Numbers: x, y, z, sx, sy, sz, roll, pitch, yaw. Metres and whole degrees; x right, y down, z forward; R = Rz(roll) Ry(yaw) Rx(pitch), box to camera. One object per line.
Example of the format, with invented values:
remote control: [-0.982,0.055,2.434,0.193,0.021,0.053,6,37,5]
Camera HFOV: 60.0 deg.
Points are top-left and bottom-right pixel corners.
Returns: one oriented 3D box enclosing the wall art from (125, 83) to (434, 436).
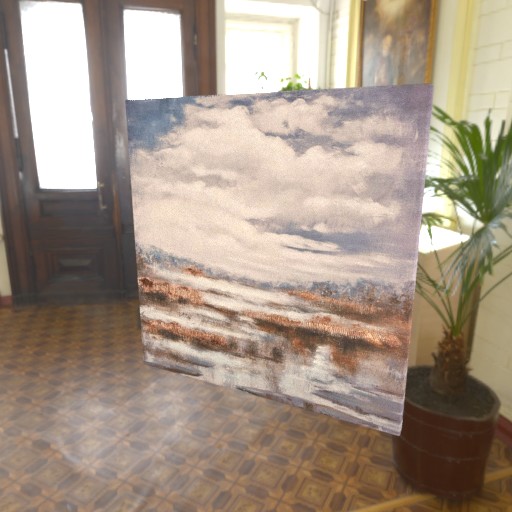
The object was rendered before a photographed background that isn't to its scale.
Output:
wall art: [0.000,0.000,1.473,1.010,1.020,0.040,7,16,26]
